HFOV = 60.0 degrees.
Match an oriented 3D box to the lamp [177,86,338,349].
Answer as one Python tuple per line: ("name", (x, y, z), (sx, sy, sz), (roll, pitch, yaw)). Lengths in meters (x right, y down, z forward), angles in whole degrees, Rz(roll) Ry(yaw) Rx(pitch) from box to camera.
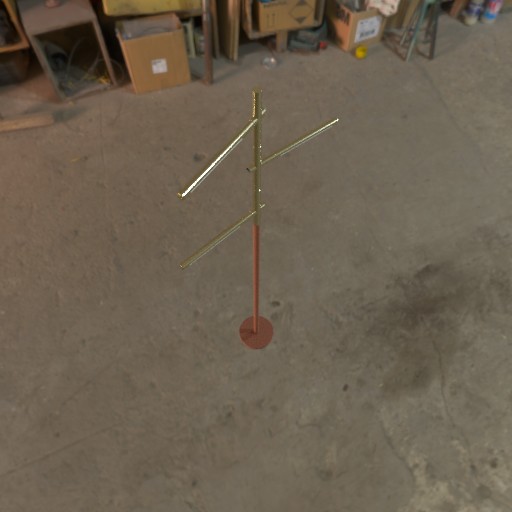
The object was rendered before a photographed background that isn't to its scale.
("lamp", (0.000, 0.000, 1.965), (0.209, 1.704, 0.737), (33, 63, 20))
